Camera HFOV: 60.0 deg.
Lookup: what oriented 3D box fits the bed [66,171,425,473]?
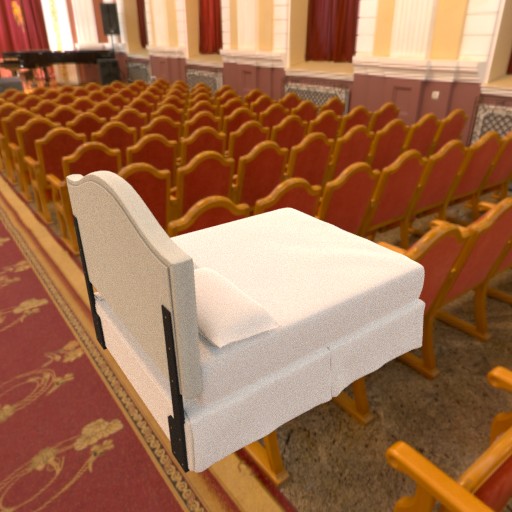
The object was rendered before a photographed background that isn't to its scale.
[{"bbox_3d":[0.000,0.000,3.410,2.180,1.607,1.813,-18,32,-32],"label":"bed"}]
